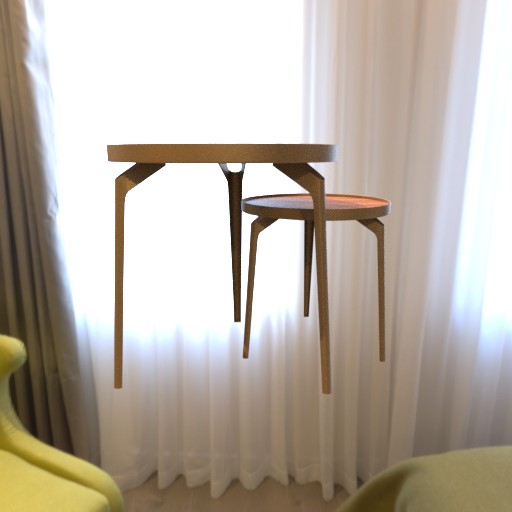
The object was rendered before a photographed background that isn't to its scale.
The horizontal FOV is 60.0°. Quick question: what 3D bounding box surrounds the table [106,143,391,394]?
[{"bbox_3d":[0.000,0.000,1.148,0.751,0.555,0.532,-7,15,-26],"label":"table"}]
